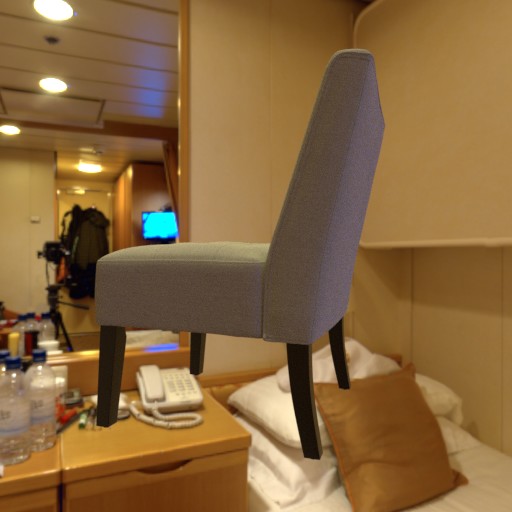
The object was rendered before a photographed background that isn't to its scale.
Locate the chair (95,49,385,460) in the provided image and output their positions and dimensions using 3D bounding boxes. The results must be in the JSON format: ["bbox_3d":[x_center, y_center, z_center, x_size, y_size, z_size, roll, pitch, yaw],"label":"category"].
[{"bbox_3d":[0.000,0.000,1.246,0.676,0.853,0.569,0,0,19],"label":"chair"}]
